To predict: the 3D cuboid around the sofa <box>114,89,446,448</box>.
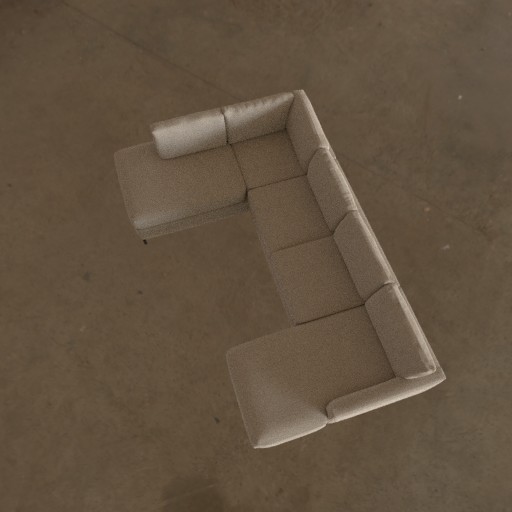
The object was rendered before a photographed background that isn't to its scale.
[{"bbox_3d":[0.000,0.000,3.869,1.989,0.862,2.984,-16,65,-8],"label":"sofa"}]
